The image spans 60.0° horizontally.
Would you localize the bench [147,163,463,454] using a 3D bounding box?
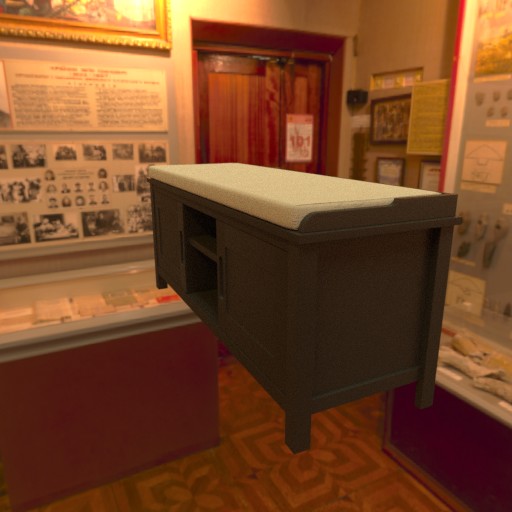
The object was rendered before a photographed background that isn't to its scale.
[{"bbox_3d":[0.000,0.000,1.384,0.398,0.501,1.140,-7,17,-25],"label":"bench"}]
